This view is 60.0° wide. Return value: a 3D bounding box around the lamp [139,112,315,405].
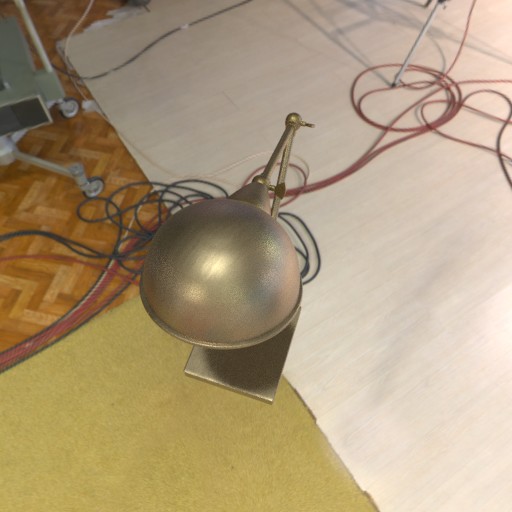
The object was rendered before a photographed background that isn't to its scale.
[{"bbox_3d":[0.000,0.000,0.550,0.149,0.371,0.339,16,60,9],"label":"lamp"}]
